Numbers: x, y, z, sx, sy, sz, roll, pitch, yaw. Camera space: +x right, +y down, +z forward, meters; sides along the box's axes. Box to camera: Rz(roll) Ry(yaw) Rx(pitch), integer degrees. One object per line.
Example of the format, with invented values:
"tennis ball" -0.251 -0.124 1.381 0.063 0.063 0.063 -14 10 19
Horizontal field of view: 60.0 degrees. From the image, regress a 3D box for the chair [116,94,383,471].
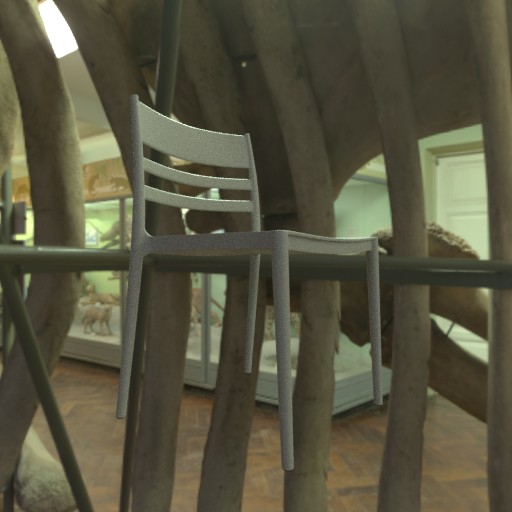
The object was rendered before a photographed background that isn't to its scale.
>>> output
"chair" 0.000 0.000 1.160 0.511 0.800 0.531 0 1 37
